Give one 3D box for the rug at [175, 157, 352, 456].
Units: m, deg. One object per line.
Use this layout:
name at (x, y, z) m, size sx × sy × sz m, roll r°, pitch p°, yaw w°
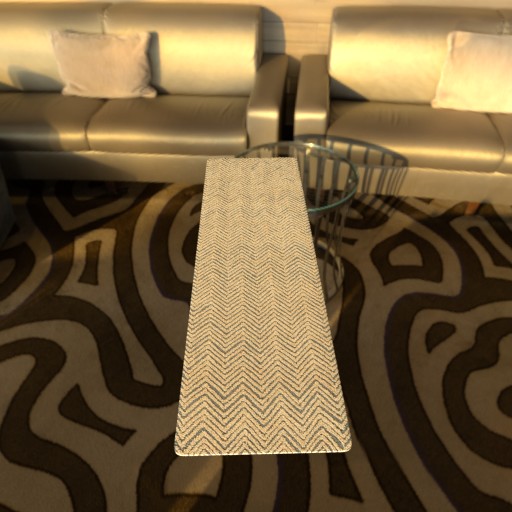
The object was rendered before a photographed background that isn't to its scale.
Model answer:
rug at (0.000, 0.000, 2.548) m, size 0.686 × 0.008 × 2.286 m, roll -1°, pitch 41°, yaw -1°
